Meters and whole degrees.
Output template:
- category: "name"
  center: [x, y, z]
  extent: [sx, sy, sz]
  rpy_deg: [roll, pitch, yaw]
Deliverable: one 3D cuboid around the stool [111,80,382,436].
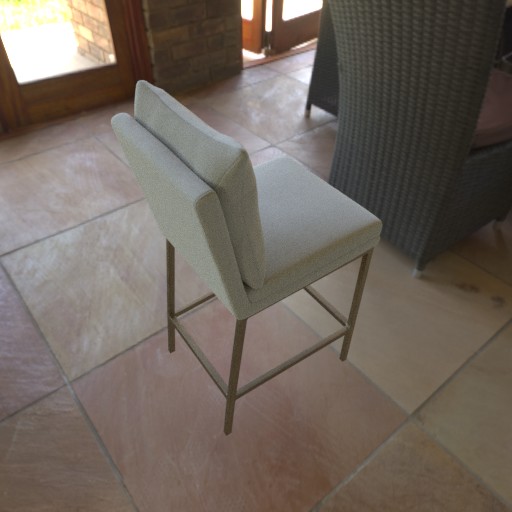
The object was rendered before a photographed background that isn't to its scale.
- category: "stool"
  center: [0.000, 0.000, 1.356]
  extent: [0.572, 1.032, 0.463]
  rpy_deg: [-26, 48, -26]
